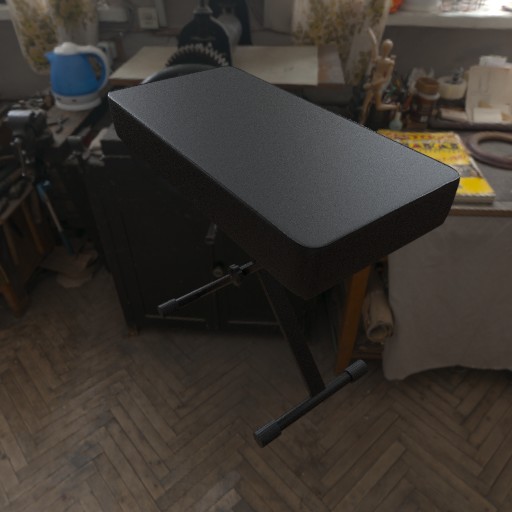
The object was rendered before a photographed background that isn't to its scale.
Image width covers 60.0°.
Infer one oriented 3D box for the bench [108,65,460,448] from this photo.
[{"bbox_3d":[0.000,0.000,0.915,0.300,0.561,0.600,-25,46,-27],"label":"bench"}]
